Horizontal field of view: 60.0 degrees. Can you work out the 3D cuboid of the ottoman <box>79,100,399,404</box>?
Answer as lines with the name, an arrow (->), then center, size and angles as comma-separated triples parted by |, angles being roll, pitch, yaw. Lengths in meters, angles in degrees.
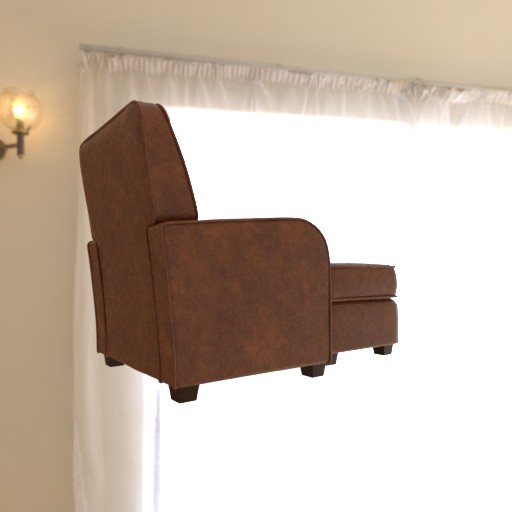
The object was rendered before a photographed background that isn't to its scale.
ottoman -> 0.000, 0.000, 1.886 | 1.314, 0.904, 0.732 | 1, -2, -36
